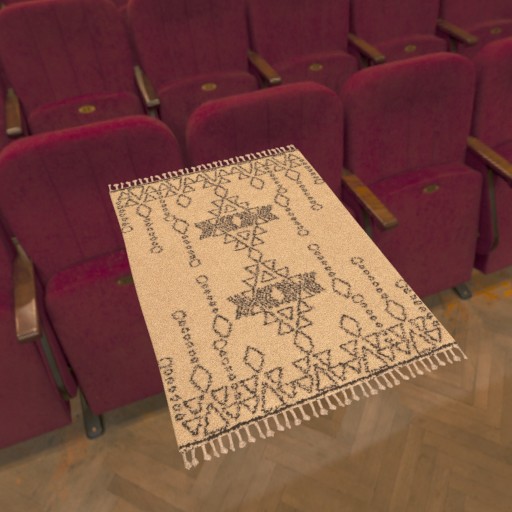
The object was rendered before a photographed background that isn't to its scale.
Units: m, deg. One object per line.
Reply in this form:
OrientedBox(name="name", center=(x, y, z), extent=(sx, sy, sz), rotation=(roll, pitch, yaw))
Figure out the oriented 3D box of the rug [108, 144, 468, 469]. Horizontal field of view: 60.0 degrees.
OrientedBox(name="rug", center=(0.000, 0.000, 3.909), extent=(2.125, 0.028, 3.027), rotation=(-16, 49, -15))
